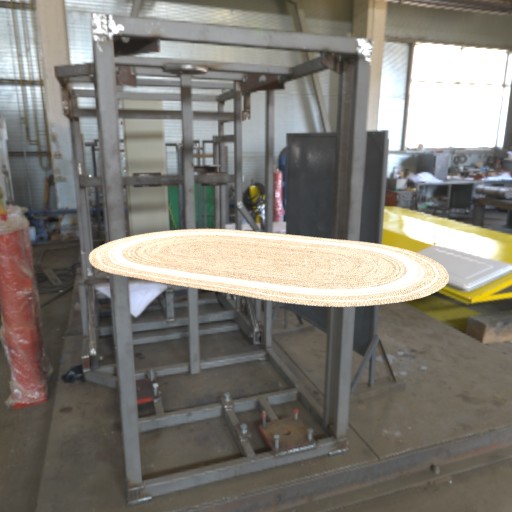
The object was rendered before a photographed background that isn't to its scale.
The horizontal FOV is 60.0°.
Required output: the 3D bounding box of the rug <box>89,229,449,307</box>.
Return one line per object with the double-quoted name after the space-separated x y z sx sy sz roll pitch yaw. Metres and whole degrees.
0.000 0.000 3.031 2.432 0.006 1.520 7 16 25 "rug"
